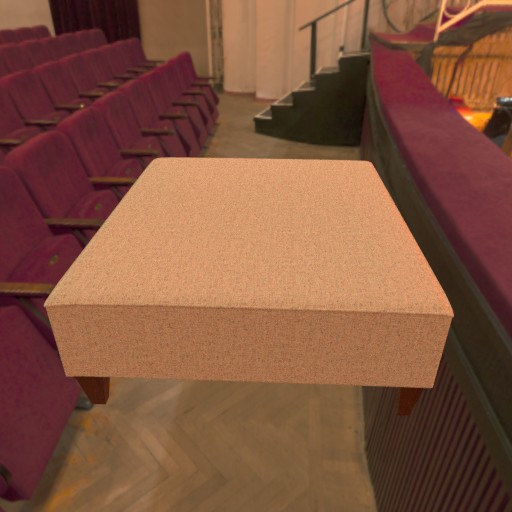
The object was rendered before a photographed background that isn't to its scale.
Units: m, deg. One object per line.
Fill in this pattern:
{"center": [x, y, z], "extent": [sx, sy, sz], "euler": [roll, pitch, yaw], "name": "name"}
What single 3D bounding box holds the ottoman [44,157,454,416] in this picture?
{"center": [0.000, 0.000, 1.212], "extent": [0.736, 0.303, 0.835], "euler": [1, 30, 2], "name": "ottoman"}
